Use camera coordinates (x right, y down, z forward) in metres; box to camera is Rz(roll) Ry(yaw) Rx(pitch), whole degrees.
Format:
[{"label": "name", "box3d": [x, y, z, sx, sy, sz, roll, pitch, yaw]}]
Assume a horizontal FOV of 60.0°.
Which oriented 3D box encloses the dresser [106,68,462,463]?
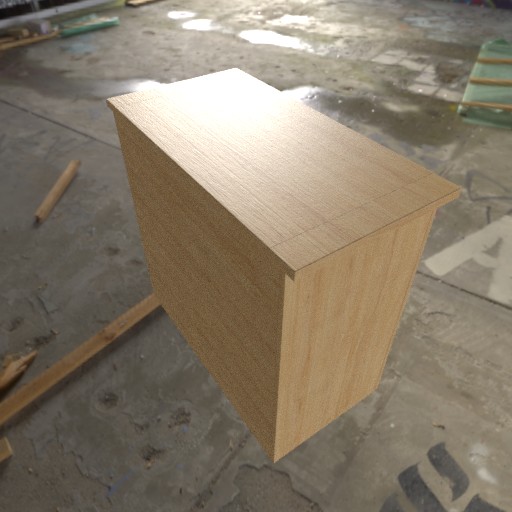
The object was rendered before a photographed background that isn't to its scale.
[{"label": "dresser", "box3d": [0.000, 0.000, 1.252, 0.410, 0.730, 0.800, -25, 47, -25]}]
